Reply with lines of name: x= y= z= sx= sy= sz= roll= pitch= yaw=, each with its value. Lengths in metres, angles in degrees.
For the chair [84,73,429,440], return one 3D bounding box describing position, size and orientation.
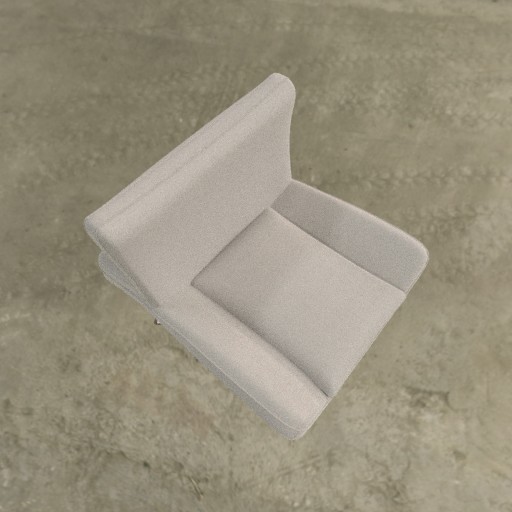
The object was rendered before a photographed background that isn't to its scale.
chair: x=0.000 y=0.000 z=1.611 sx=1.008 sy=0.855 sz=0.859 roll=35 pitch=64 yaw=20
